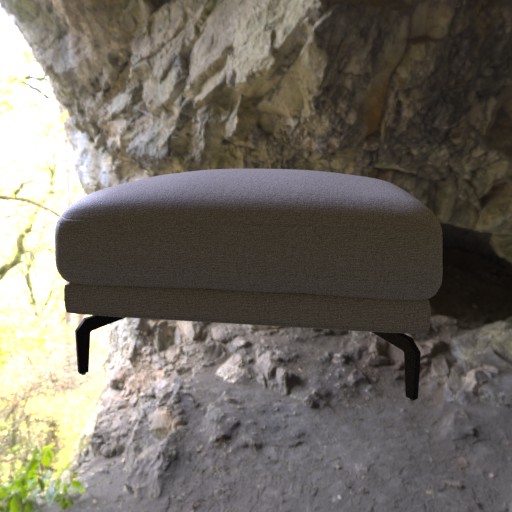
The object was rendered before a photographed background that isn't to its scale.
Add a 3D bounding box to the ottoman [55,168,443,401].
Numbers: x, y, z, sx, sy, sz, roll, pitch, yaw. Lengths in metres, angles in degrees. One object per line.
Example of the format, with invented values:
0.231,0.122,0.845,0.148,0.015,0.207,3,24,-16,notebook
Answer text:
0.000,0.000,1.100,0.772,0.420,0.568,2,15,8,ottoman
